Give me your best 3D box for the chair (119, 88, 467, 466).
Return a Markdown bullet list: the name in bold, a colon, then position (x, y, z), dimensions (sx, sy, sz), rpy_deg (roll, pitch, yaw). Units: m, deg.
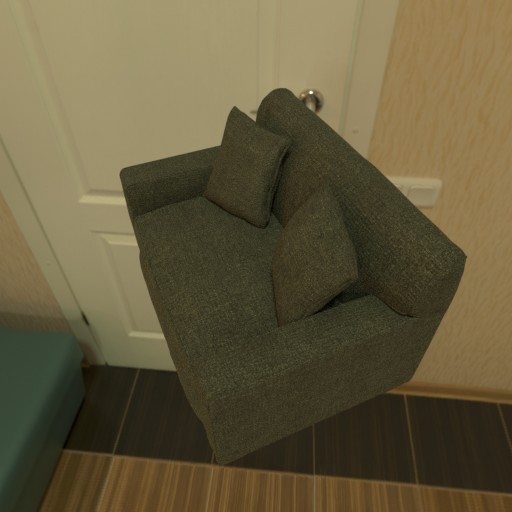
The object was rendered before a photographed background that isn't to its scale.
- **chair**: position (0.000, 0.000, 2.060), dimensions (1.000, 0.948, 1.383), rpy_deg (-17, 48, -16)
